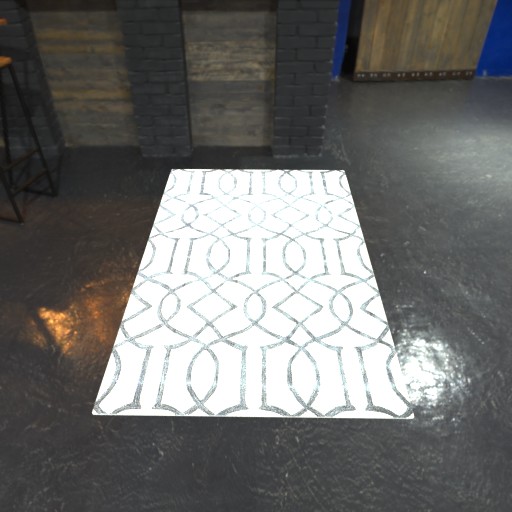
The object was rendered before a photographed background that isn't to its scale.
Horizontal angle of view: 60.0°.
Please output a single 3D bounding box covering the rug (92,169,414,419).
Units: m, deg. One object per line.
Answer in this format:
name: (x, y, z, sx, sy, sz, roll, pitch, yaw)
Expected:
rug: (0.000, 0.000, 2.994, 1.521, 0.017, 2.365, 1, 40, 1)
